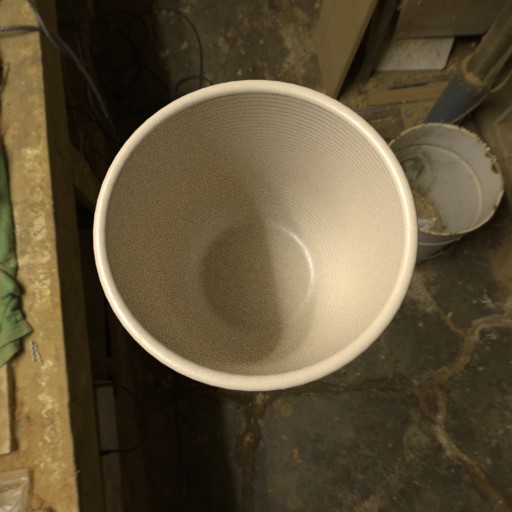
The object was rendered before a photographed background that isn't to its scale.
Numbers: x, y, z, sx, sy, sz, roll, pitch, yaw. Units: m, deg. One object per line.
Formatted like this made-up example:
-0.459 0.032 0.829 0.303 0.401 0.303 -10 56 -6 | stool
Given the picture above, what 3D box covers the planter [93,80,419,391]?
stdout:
0.000 0.000 0.304 0.170 0.153 0.170 0 76 0 | planter
